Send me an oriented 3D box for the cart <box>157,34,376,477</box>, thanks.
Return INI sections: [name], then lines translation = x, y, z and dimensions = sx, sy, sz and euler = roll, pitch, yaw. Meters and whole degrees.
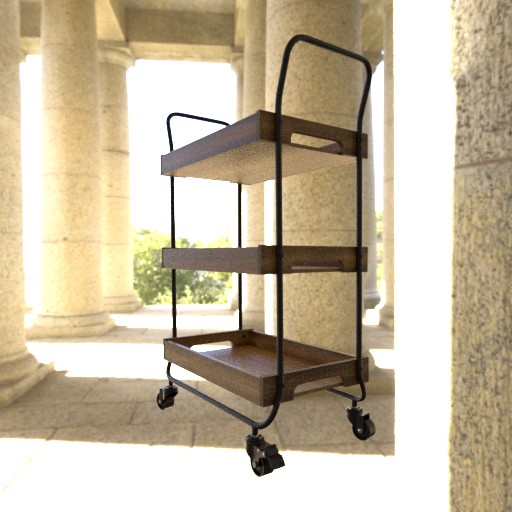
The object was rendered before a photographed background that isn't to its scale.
[cart]
translation = 0.000, 0.000, 1.140
dimensions = 0.339, 0.857, 0.583
euler = 0, 0, -35
